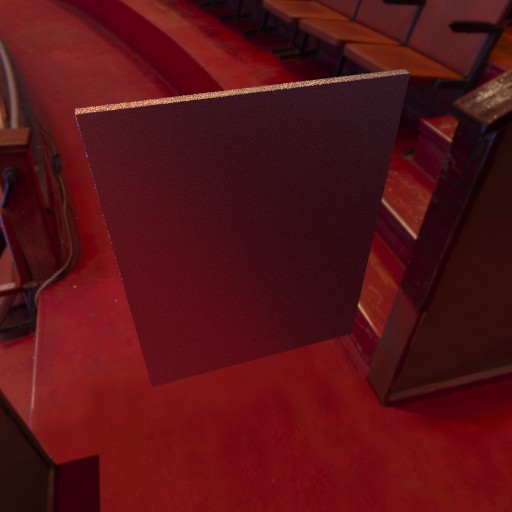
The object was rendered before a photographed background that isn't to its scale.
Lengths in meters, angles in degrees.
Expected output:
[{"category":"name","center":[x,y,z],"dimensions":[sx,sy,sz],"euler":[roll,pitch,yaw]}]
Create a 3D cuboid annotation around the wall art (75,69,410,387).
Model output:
[{"category":"wall art","center":[0.000,0.000,1.391],"dimensions":[0.816,1.046,0.030],"euler":[-12,43,-13]}]
